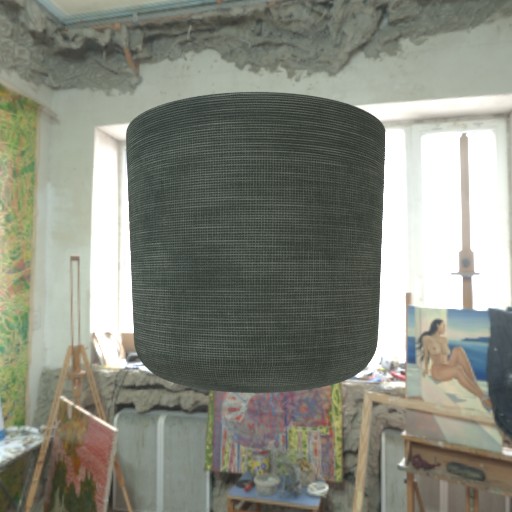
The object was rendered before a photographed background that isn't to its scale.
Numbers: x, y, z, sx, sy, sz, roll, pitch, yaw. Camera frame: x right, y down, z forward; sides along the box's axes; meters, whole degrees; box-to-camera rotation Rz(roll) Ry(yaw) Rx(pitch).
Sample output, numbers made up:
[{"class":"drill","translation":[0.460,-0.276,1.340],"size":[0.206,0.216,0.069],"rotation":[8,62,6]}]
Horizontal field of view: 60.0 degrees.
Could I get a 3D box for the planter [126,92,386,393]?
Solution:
[{"class":"planter","translation":[0.000,0.000,0.772],"size":[0.440,0.398,0.440],"rotation":[0,-3,0]}]
